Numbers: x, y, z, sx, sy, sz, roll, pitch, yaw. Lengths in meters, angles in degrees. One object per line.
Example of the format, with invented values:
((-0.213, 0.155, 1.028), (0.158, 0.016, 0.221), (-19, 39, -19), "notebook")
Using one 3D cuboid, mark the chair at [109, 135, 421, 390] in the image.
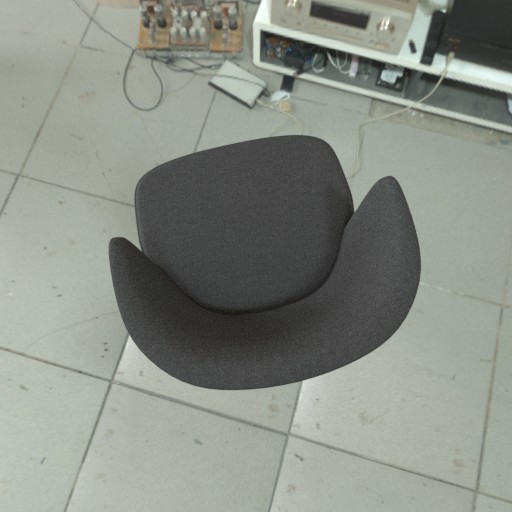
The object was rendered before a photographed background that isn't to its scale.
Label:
((0.000, 0.000, 1.253), (0.639, 0.695, 0.698), (-13, 75, -4), "chair")
